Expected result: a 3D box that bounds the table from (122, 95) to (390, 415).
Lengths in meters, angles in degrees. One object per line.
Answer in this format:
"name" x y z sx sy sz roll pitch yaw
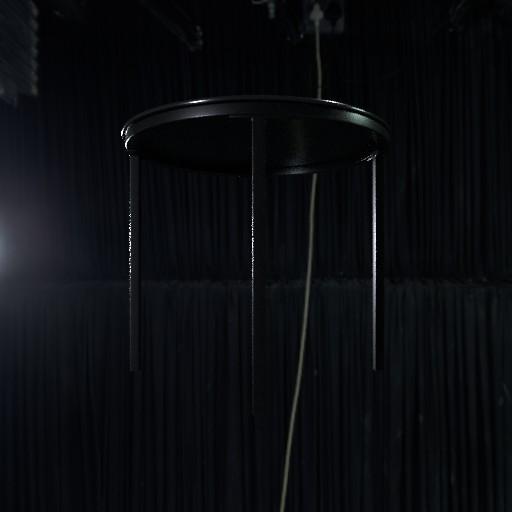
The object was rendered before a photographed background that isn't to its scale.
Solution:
"table" 0.000 0.000 0.860 0.499 0.443 0.499 0 0 0
